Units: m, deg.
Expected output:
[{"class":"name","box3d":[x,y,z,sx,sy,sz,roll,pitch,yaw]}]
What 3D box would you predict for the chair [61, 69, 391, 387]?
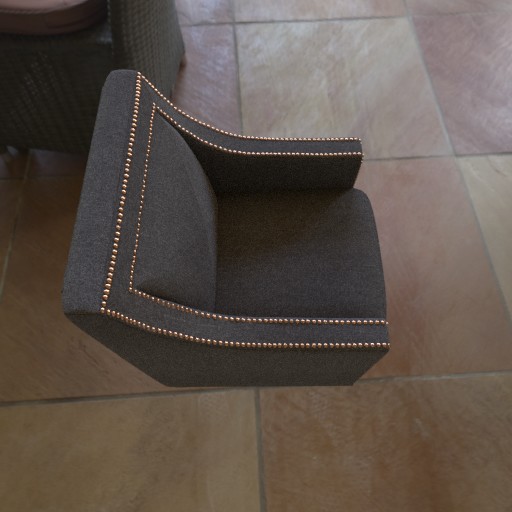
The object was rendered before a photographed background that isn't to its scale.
[{"class":"chair","box3d":[0.000,0.000,1.561,0.884,0.967,0.776,0,64,0]}]
